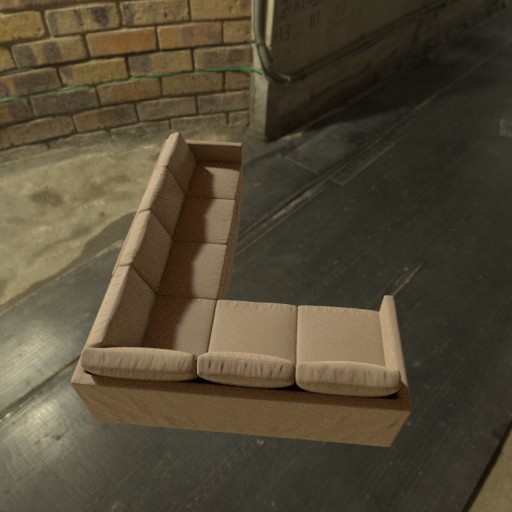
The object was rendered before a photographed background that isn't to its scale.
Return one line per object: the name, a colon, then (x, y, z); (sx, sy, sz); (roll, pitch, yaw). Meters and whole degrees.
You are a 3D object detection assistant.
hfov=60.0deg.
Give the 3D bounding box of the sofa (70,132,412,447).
sofa: (0.000, 0.000, 4.340); (2.432, 0.871, 3.182); (4, 47, 3)
